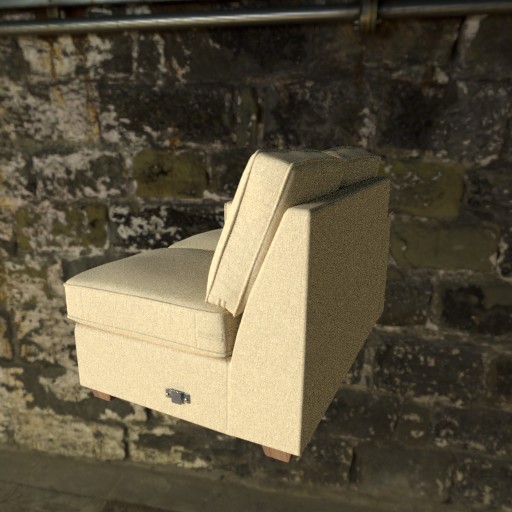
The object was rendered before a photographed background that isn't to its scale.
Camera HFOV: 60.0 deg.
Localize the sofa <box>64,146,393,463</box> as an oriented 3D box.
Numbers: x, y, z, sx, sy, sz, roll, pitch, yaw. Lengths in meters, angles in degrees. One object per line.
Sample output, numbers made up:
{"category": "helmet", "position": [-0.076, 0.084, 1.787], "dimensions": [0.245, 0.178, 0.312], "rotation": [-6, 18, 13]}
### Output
{"category": "sofa", "position": [0.000, 0.000, 2.047], "dimensions": [0.991, 0.989, 1.388], "rotation": [7, 16, 25]}
